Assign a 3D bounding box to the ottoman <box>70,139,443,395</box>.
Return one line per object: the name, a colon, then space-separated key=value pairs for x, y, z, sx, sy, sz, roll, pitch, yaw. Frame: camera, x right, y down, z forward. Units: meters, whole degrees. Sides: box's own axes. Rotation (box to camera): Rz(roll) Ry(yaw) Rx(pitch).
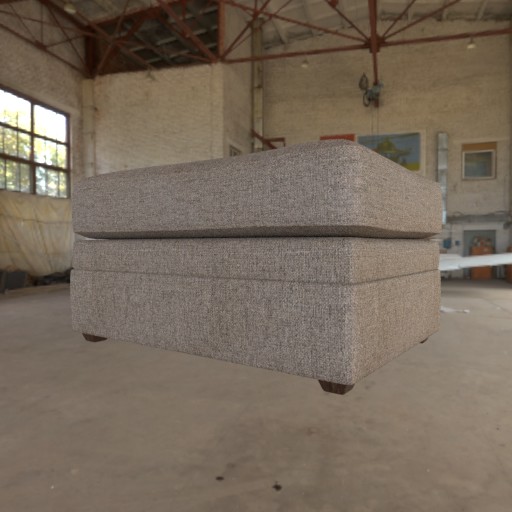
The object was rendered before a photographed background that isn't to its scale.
ottoman: x=0.000 y=0.000 z=1.238 sx=0.885 sy=0.478 sz=0.637 roll=1 pitch=2 yaw=36
